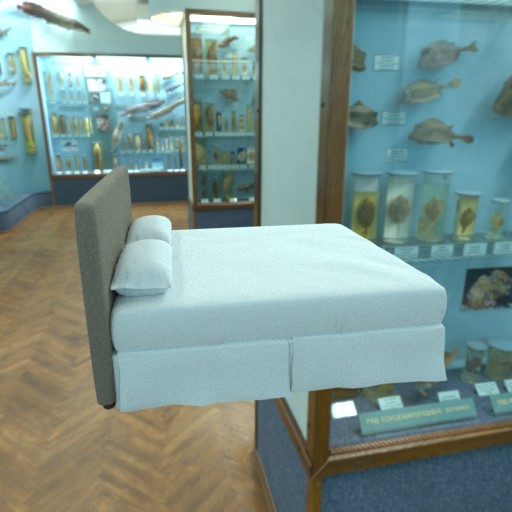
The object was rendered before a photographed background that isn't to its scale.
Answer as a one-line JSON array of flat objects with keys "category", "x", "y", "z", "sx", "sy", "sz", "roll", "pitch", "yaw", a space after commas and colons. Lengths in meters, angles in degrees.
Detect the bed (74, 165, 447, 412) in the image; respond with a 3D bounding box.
[{"category": "bed", "x": 0.000, "y": 0.000, "z": 3.620, "sx": 2.341, "sy": 1.317, "sz": 2.119, "roll": -3, "pitch": 17, "yaw": -10}]
